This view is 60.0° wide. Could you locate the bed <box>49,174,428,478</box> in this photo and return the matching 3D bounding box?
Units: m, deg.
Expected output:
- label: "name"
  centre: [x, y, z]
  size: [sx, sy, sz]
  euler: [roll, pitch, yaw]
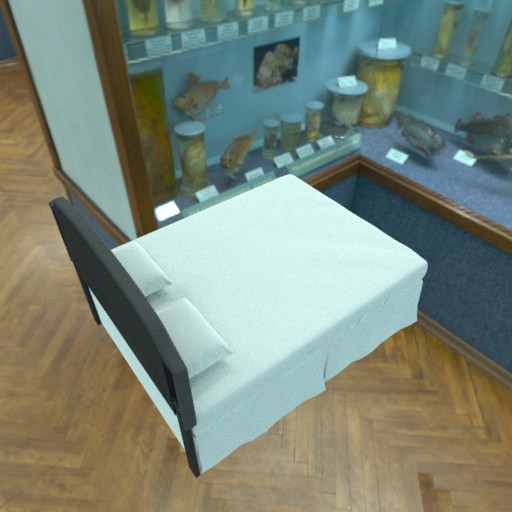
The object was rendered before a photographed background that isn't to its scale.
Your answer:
- label: "bed"
  centre: [0.000, 0.000, 2.972]
  size: [1.999, 1.270, 1.558]
  euler: [-27, 49, -27]
